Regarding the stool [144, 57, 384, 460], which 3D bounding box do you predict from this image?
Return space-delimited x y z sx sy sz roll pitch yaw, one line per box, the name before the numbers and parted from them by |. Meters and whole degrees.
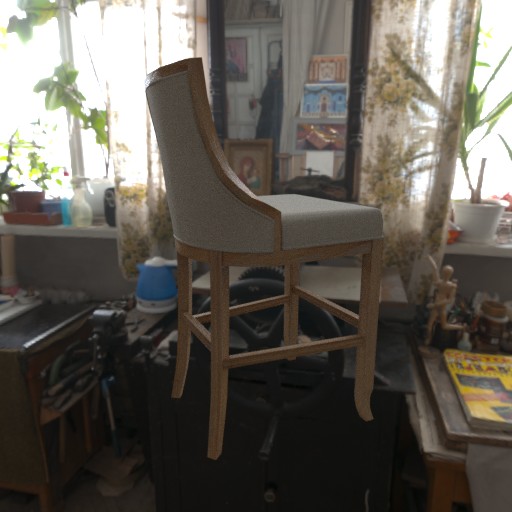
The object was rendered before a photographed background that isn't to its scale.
stool | 0.000 0.000 1.457 0.626 1.101 0.524 -7 15 -27
